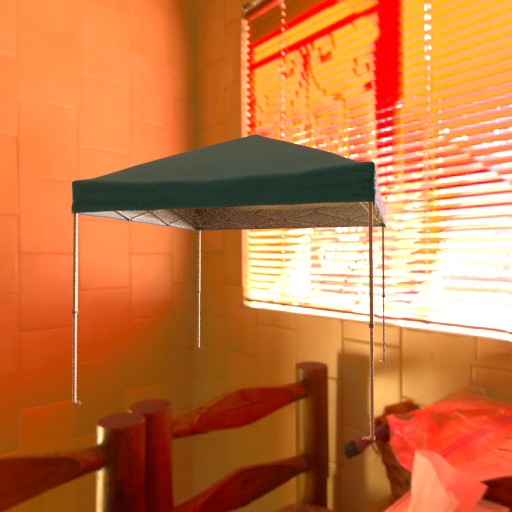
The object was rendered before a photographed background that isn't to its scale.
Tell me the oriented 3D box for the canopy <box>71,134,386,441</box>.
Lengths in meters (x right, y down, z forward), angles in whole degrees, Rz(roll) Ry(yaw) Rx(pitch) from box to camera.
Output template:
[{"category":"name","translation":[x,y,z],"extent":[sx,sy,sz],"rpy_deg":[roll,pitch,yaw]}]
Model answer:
[{"category":"canopy","translation":[0.000,0.000,5.436],"extent":[2.996,2.997,2.998],"rpy_deg":[0,0,18]}]
